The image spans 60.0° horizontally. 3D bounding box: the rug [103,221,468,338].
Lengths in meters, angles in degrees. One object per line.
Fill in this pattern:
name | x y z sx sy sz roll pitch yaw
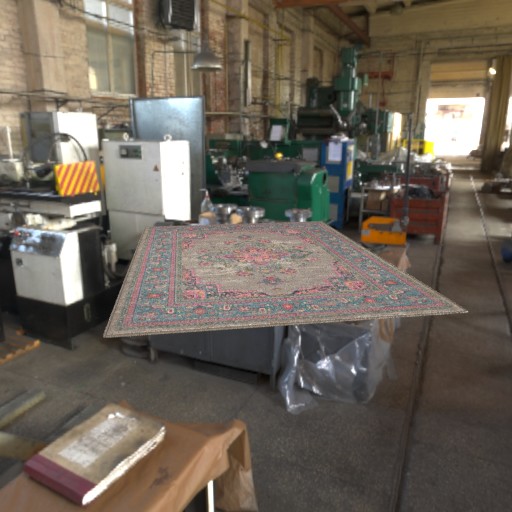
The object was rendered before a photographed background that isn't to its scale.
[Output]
rug | 0.000 0.000 2.951 1.609 0.013 2.214 -2 16 -9
